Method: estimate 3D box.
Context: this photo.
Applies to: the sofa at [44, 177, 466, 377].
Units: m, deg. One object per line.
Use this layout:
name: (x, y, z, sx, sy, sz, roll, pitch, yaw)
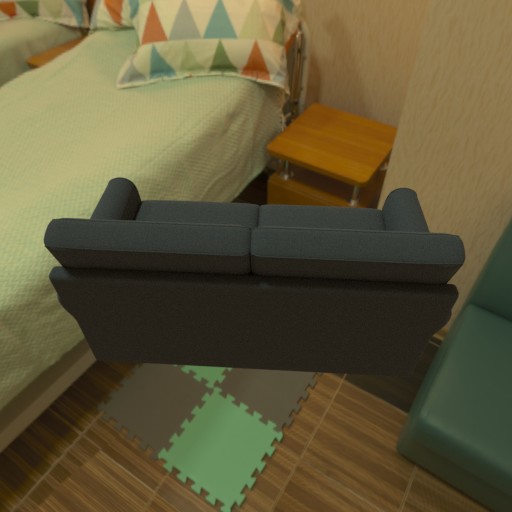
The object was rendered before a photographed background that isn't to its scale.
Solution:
sofa: (0.000, 0.000, 2.498, 1.930, 1.020, 0.940, 2, 46, 2)
